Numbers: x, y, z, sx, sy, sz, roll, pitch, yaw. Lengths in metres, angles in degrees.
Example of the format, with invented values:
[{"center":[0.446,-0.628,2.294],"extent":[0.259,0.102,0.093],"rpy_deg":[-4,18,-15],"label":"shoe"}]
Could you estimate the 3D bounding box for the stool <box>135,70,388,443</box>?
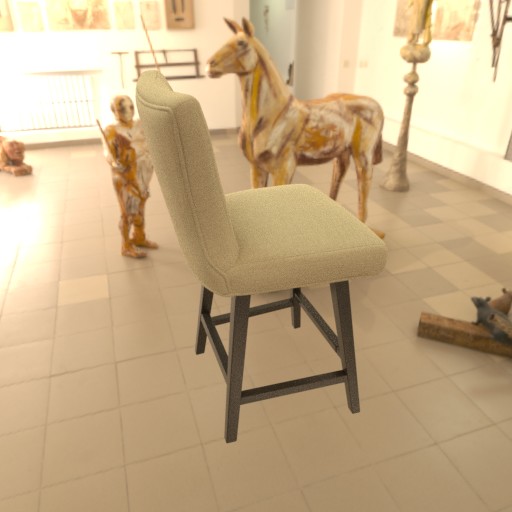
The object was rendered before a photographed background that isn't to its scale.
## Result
[{"center":[0.000,0.000,1.322],"extent":[0.574,1.000,0.514],"rpy_deg":[-10,30,-17],"label":"stool"}]
